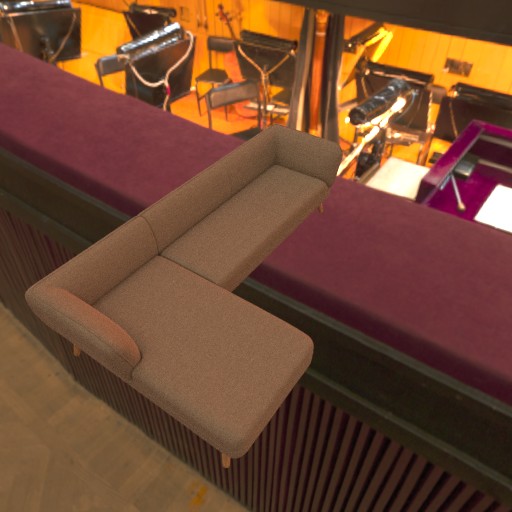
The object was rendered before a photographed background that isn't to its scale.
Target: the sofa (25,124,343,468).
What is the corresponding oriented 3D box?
[{"bbox_3d":[0.000,0.000,3.272,1.532,0.693,2.653,25,48,25],"label":"sofa"}]
